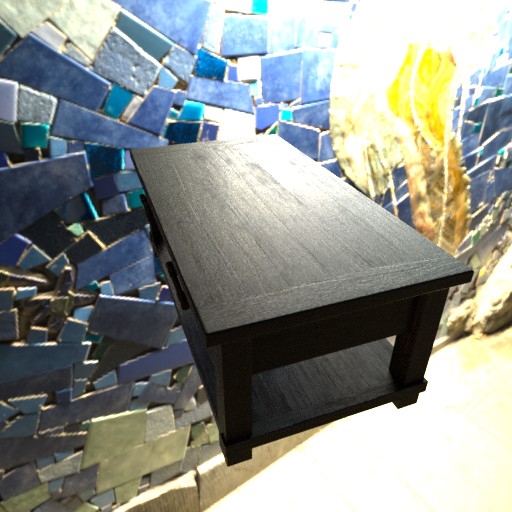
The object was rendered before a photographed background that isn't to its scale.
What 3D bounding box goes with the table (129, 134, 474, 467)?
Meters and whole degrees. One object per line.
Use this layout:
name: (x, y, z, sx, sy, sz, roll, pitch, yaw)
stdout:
table: (0.000, 0.000, 1.619, 0.700, 0.494, 1.270, -11, 33, -17)
